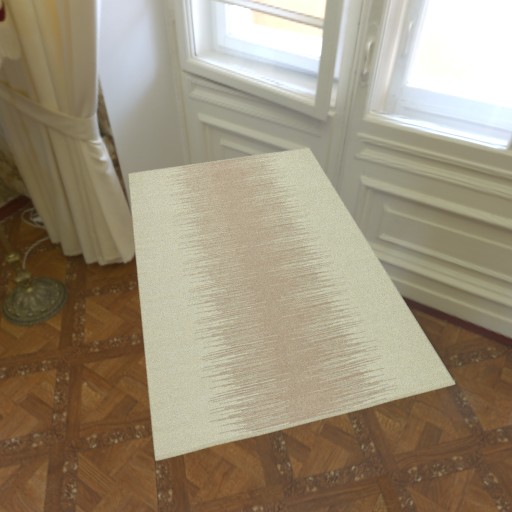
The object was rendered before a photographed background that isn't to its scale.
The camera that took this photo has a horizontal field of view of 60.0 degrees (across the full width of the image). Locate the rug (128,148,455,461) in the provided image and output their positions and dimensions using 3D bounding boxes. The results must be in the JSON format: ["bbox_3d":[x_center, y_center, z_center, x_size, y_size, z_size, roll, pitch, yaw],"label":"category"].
[{"bbox_3d":[0.000,0.000,2.348,1.234,0.006,1.850,-10,47,-10],"label":"rug"}]
